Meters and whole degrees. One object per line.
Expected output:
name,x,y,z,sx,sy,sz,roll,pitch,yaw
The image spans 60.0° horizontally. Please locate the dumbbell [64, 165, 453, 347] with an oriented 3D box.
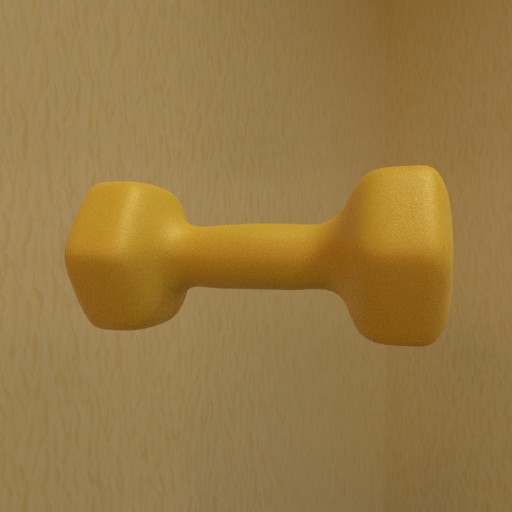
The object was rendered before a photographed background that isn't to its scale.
dumbbell,0.000,0.000,0.235,0.190,0.082,0.090,0,0,17
